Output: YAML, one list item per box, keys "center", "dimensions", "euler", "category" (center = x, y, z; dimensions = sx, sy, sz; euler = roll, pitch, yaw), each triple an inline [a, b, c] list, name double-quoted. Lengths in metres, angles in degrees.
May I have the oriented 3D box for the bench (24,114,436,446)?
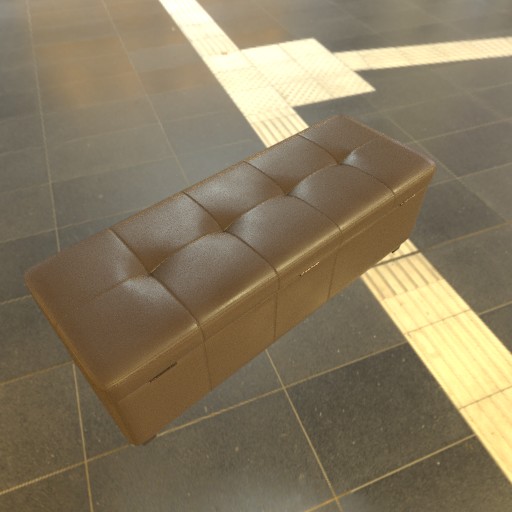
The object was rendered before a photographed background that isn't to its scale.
- center: [0.000, 0.000, 1.418]
  dimensions: [1.219, 0.417, 0.450]
  euler: [-32, 55, -27]
  category: "bench"
